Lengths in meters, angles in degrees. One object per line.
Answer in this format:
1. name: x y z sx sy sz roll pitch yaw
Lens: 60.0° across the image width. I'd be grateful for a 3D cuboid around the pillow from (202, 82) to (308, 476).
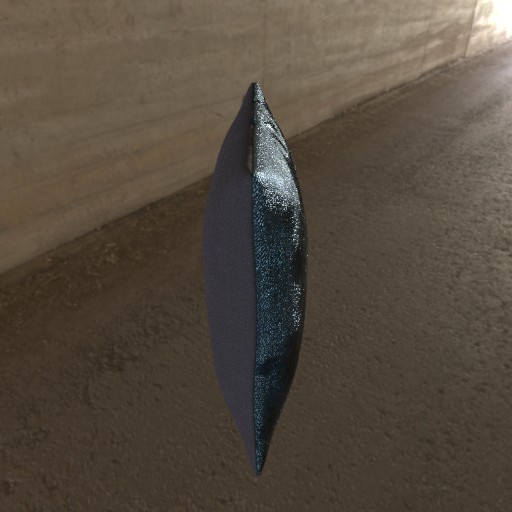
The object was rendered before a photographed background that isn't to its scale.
1. pillow: 0.000 0.000 0.668 0.138 0.430 0.436 0 31 0
